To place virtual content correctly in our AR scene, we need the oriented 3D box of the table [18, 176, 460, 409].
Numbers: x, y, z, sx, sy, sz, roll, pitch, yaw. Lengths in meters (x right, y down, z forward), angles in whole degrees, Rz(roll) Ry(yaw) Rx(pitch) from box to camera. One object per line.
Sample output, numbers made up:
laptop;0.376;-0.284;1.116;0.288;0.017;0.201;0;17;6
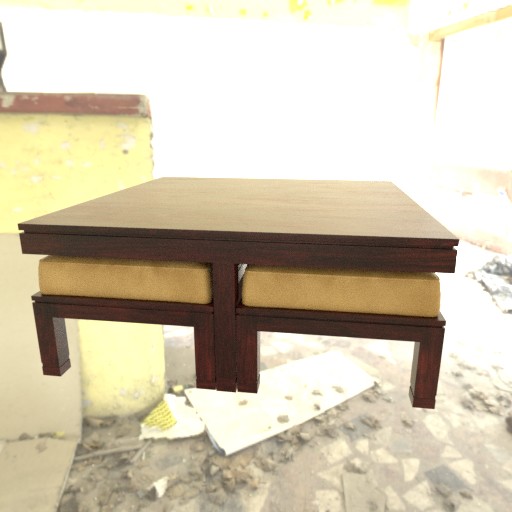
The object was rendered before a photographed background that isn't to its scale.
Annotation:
table;0.000;0.000;1.313;0.865;0.356;0.865;2;17;8
